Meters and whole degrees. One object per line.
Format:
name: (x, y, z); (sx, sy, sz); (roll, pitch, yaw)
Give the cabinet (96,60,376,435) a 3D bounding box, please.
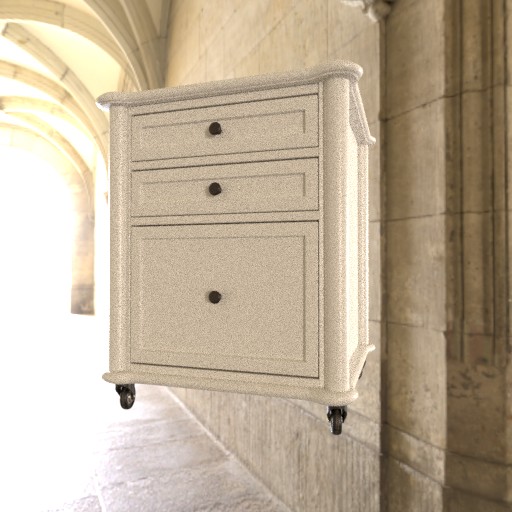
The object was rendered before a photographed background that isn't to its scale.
cabinet: (0.000, 0.000, 1.237); (0.628, 0.761, 0.627); (0, -1, 18)
